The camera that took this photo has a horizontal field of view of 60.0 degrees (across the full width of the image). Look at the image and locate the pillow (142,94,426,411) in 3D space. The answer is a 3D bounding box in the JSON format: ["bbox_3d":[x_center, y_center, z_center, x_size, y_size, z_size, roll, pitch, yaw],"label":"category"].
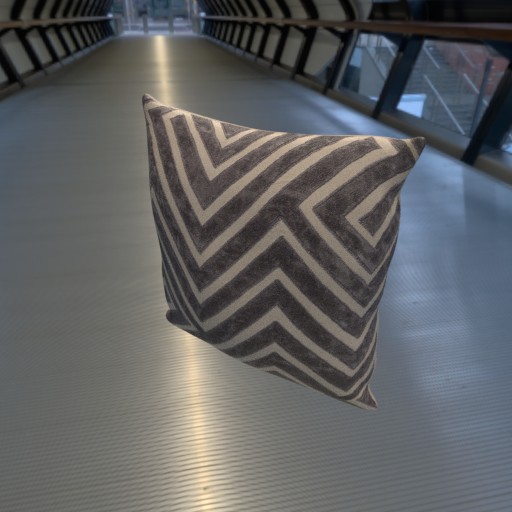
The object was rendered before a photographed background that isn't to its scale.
[{"bbox_3d":[0.000,0.000,0.685,0.440,0.441,0.182,18,34,29],"label":"pillow"}]
